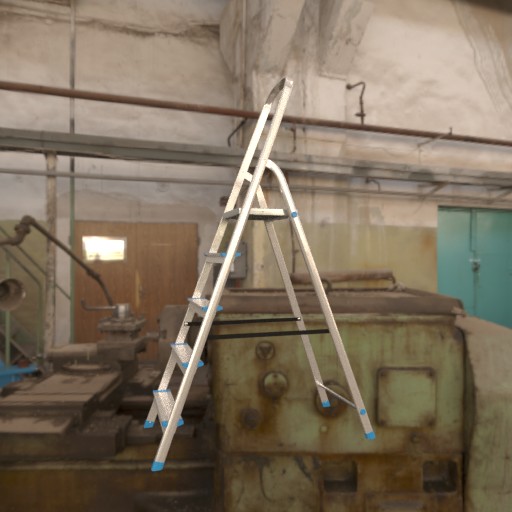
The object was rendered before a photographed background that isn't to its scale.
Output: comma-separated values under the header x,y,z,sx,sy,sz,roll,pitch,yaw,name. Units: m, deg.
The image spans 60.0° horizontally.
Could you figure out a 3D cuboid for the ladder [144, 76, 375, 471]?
x,y,z,sx,sy,sz,roll,pitch,yaw,name
0.000,0.000,2.067,0.990,1.648,0.468,0,0,-18,ladder
